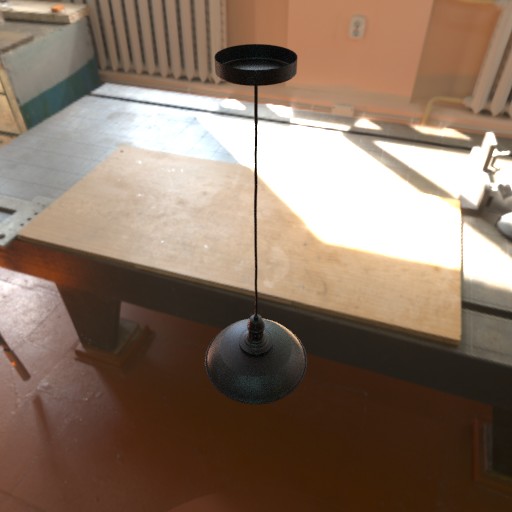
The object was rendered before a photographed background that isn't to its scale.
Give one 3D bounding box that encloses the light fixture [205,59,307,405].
[{"bbox_3d":[0.000,0.000,1.159,0.331,0.993,0.331,-25,47,-26],"label":"light fixture"}]
